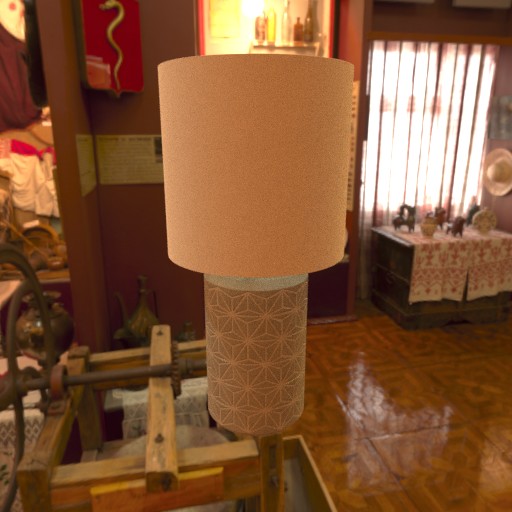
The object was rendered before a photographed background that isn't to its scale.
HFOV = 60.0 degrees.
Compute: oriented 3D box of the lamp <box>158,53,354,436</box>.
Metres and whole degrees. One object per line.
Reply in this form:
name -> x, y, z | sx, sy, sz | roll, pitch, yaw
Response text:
lamp -> 0.000, 0.000, 0.532 | 0.206, 0.416, 0.206 | -3, 16, -10
